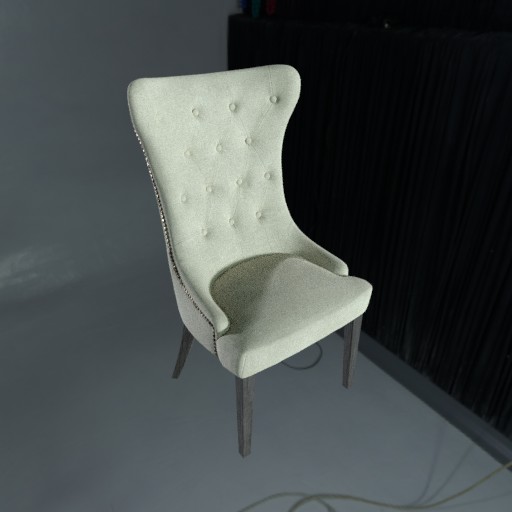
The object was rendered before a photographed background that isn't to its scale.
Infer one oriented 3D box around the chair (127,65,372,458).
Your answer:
[{"bbox_3d":[0.000,0.000,1.423,0.584,1.065,0.590,-21,36,-31],"label":"chair"}]
